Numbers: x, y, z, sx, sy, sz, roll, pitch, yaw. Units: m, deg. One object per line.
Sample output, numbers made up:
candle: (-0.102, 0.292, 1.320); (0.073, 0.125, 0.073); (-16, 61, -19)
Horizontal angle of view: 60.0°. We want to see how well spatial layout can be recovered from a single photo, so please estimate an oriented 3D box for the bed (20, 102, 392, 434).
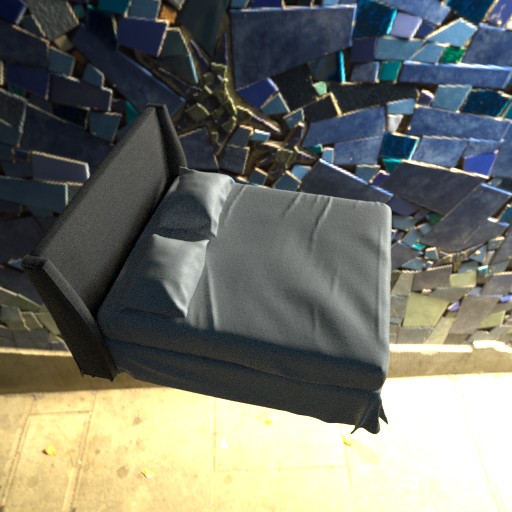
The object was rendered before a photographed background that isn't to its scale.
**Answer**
bed: (0.000, 0.000, 3.372); (2.276, 1.332, 1.925); (9, 47, 9)
